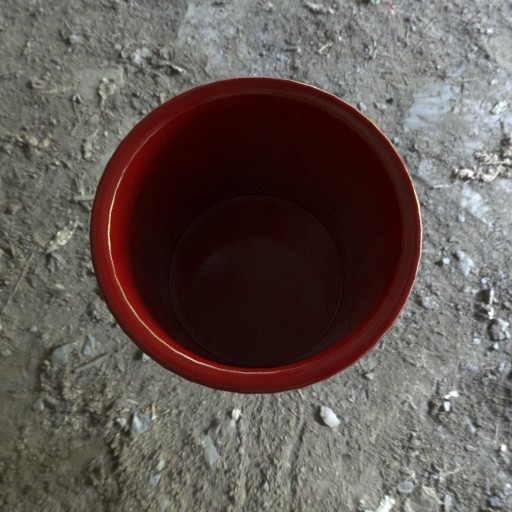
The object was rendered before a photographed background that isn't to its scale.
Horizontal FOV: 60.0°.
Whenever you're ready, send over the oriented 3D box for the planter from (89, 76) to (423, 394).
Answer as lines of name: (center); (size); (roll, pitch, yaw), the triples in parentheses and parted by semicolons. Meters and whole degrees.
planter: (0.000, 0.000, 0.400); (0.230, 0.202, 0.230); (0, 76, 0)
